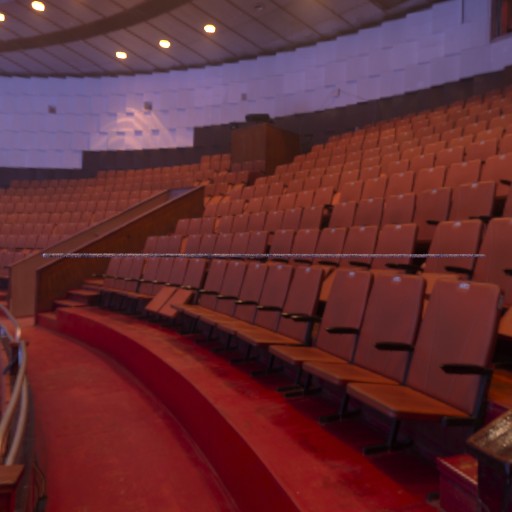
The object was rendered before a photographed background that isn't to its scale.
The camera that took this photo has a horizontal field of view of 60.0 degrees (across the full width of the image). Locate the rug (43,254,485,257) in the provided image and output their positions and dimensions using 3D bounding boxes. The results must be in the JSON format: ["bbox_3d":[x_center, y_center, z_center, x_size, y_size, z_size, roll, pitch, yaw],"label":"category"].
[{"bbox_3d":[0.000,0.000,3.044,2.439,0.015,1.524,0,0,-17],"label":"rug"}]
